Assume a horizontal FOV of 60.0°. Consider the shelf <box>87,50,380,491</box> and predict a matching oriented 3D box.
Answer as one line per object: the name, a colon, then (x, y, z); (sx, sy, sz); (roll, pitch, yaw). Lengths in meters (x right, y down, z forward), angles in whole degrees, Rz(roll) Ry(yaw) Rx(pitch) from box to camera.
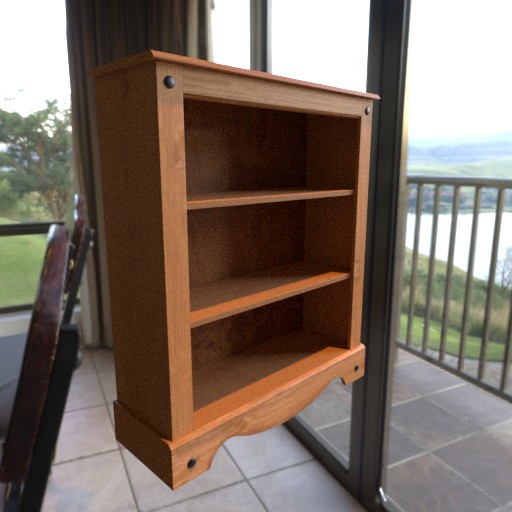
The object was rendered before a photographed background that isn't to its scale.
shelf: (0.000, 0.000, 1.340); (0.840, 0.980, 0.291); (-12, 17, -43)
